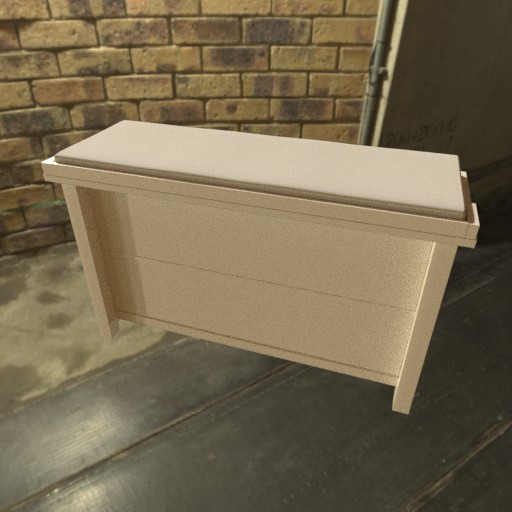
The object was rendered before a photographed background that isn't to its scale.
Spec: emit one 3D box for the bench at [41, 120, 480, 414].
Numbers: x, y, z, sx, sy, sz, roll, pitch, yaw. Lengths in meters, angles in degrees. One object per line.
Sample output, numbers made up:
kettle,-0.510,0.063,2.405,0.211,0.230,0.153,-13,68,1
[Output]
bench,0.000,0.000,1.230,0.987,0.589,0.346,10,35,15
